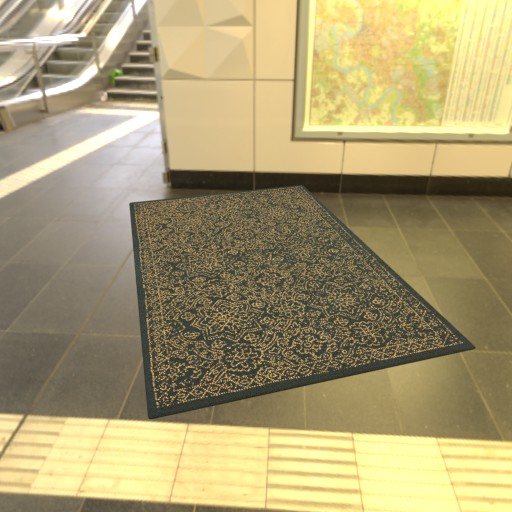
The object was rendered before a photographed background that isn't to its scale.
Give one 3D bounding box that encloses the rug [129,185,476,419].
[{"bbox_3d":[0.000,0.000,2.299,1.219,0.010,1.829,-8,30,-14],"label":"rug"}]
